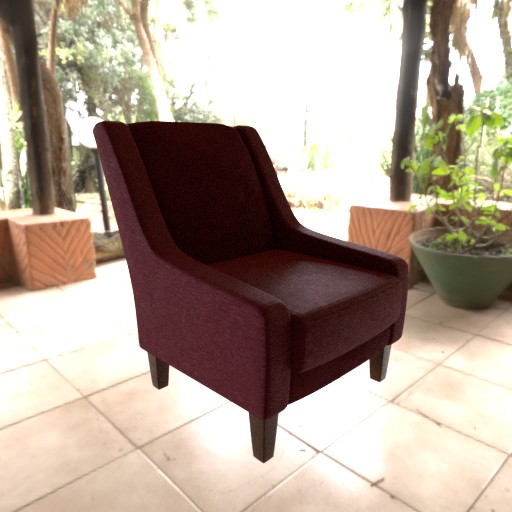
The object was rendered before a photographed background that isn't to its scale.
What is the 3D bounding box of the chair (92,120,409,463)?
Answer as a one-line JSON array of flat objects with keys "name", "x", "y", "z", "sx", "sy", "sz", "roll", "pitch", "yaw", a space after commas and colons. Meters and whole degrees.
[{"name": "chair", "x": 0.000, "y": 0.000, "z": 1.712, "sx": 0.793, "sy": 1.017, "sz": 0.985, "roll": -14, "pitch": 20, "yaw": -43}]
